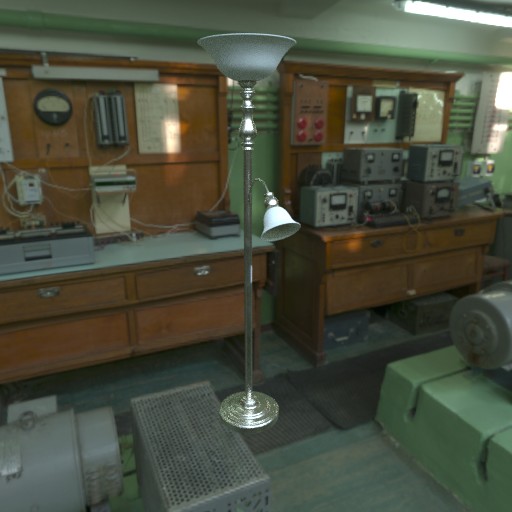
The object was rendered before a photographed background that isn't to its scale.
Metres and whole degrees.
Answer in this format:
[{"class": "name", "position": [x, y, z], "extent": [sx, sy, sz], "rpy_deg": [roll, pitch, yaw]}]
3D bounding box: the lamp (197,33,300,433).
[{"class": "lamp", "position": [0.000, 0.000, 2.008], "extent": [0.405, 1.785, 0.575], "rpy_deg": [-8, 19, -25]}]
